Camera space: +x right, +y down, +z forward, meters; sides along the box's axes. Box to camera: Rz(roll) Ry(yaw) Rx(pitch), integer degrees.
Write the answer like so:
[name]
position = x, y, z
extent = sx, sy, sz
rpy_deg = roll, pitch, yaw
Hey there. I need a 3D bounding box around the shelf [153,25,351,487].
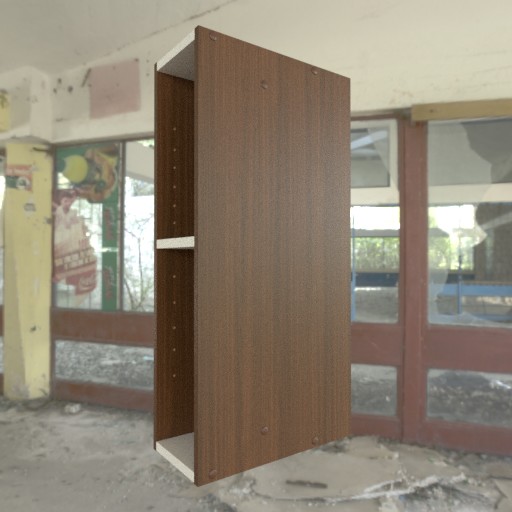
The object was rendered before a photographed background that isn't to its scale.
[shelf]
position = 0.000, 0.000, 0.718
extent = 0.290, 0.600, 0.147
rpy_deg = 0, -1, -36
